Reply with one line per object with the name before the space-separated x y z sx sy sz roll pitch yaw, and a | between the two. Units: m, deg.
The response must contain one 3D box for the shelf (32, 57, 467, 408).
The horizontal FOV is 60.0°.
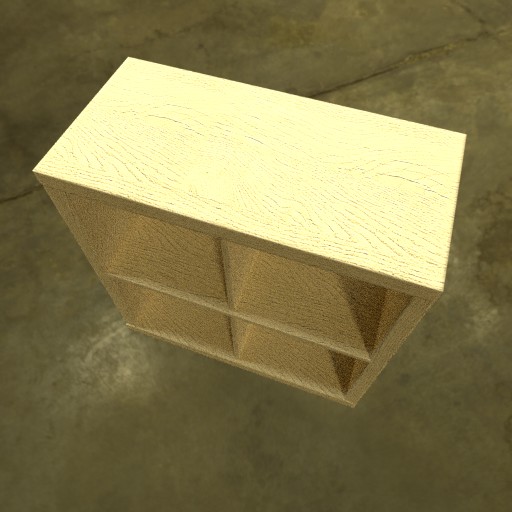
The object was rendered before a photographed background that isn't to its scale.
shelf | 0.000 0.000 1.227 0.790 0.786 0.390 17 59 10
